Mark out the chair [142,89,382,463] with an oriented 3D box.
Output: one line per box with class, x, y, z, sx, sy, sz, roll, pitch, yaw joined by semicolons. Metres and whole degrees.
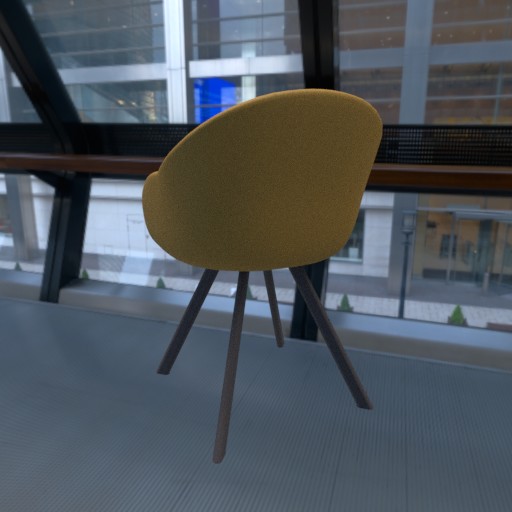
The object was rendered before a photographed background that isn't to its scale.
chair;0.000;0.000;1.205;0.551;0.793;0.583;-7;15;-27
